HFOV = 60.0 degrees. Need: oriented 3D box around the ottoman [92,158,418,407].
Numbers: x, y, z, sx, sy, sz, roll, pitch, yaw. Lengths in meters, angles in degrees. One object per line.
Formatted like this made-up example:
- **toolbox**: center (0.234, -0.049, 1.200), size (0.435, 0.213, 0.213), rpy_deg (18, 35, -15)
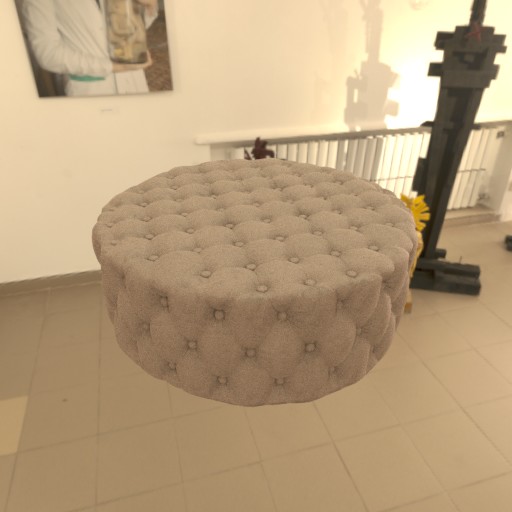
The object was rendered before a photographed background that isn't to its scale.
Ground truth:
- **ottoman**: center (0.000, 0.000, 1.480), size (0.998, 0.399, 0.998), rpy_deg (0, 30, 0)
